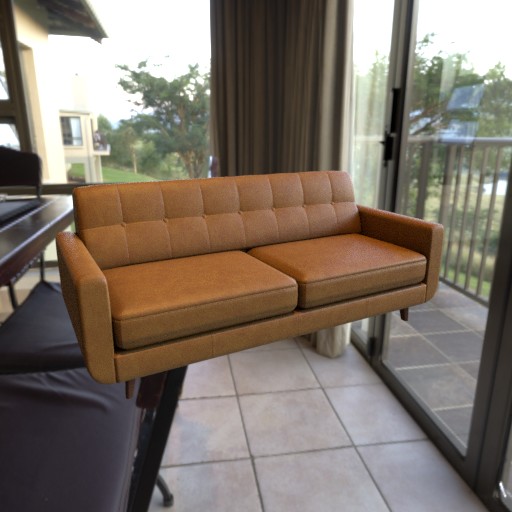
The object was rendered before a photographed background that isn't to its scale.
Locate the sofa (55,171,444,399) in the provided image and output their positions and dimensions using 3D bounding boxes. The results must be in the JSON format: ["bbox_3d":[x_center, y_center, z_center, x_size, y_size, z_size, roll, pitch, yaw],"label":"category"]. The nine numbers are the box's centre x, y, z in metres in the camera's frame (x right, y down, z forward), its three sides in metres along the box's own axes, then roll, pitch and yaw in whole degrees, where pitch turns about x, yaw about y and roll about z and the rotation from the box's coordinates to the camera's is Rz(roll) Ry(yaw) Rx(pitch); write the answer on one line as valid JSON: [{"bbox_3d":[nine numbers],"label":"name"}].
[{"bbox_3d":[0.000,0.000,2.676,2.137,0.892,0.980,-9,19,-27],"label":"sofa"}]
